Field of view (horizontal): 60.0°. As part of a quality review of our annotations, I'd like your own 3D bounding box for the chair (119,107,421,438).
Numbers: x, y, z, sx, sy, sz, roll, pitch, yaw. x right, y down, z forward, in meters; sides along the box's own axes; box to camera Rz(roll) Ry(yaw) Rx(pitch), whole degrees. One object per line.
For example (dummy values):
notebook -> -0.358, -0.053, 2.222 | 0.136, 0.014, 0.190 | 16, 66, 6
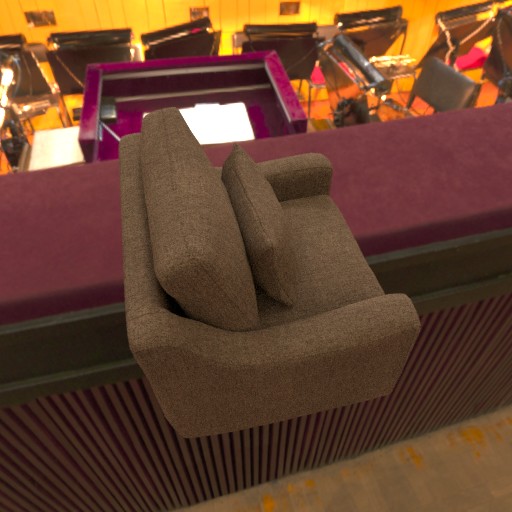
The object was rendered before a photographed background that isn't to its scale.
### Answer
chair -> 0.000, 0.000, 1.932 | 1.009, 1.037, 1.138 | -10, 48, -9
